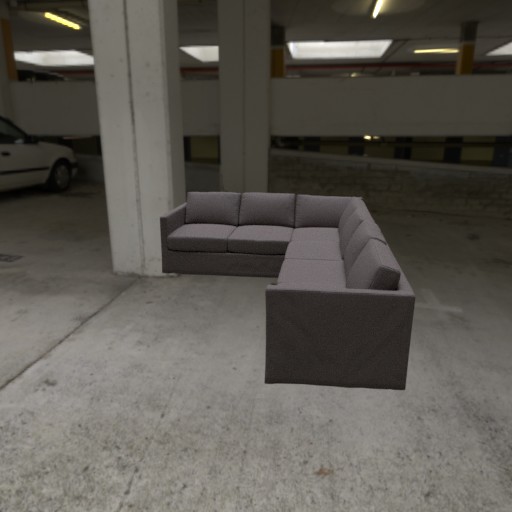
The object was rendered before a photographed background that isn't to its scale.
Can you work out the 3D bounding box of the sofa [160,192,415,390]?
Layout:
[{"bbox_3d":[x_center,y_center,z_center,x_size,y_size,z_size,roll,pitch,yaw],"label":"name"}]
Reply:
[{"bbox_3d":[0.000,0.000,4.421,2.432,0.871,3.182,2,16,8],"label":"sofa"}]
